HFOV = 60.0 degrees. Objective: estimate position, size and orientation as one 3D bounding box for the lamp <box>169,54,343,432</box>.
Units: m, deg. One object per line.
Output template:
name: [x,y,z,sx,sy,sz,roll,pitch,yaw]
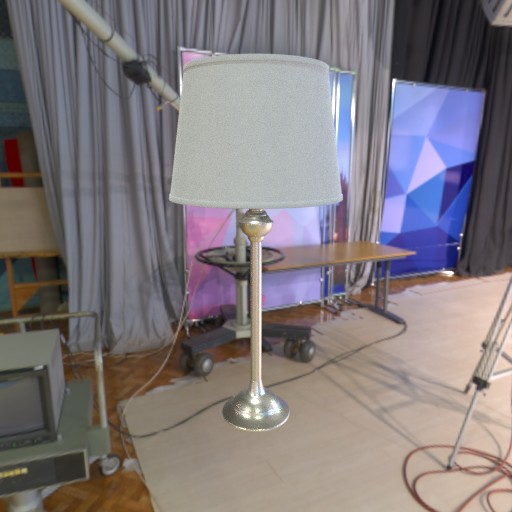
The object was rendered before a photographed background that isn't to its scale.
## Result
lamp: [0.000,0.000,0.886,0.331,0.698,0.331,0,14,0]
